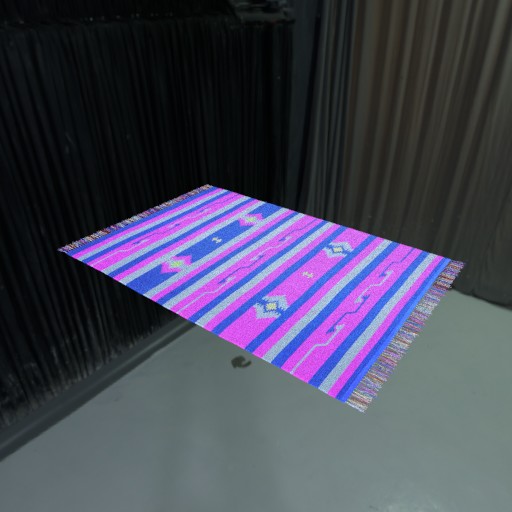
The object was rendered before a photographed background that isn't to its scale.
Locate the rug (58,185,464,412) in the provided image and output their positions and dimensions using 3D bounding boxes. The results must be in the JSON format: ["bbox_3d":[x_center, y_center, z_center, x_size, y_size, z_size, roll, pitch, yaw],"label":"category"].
[{"bbox_3d":[0.000,0.000,3.022,2.350,0.013,1.539,21,37,31],"label":"rug"}]
